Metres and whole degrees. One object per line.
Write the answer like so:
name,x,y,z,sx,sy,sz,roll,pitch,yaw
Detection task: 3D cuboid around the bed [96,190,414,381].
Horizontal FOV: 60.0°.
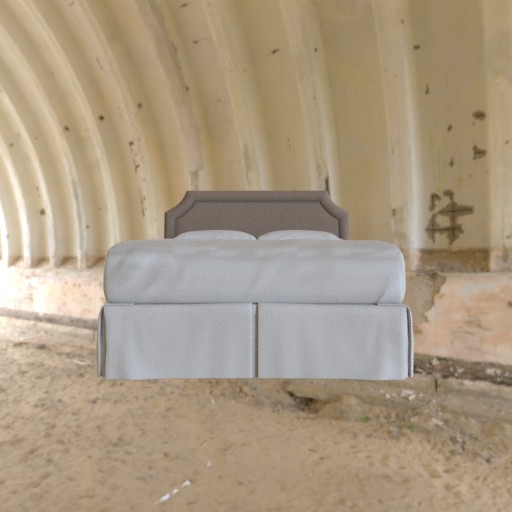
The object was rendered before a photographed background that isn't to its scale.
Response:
bed,0.000,0.000,3.334,1.828,1.303,2.164,0,-1,0
